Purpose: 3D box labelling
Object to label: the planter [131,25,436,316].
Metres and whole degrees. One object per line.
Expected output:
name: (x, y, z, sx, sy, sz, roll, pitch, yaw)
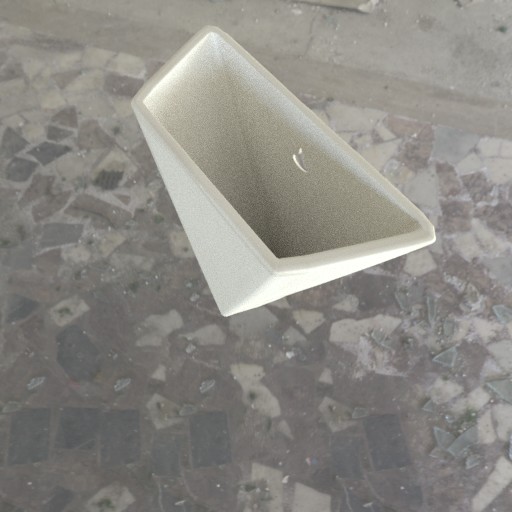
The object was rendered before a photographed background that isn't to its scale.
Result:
planter: (0.000, 0.000, 0.267, 0.060, 0.197, 0.150, -33, 67, -16)
